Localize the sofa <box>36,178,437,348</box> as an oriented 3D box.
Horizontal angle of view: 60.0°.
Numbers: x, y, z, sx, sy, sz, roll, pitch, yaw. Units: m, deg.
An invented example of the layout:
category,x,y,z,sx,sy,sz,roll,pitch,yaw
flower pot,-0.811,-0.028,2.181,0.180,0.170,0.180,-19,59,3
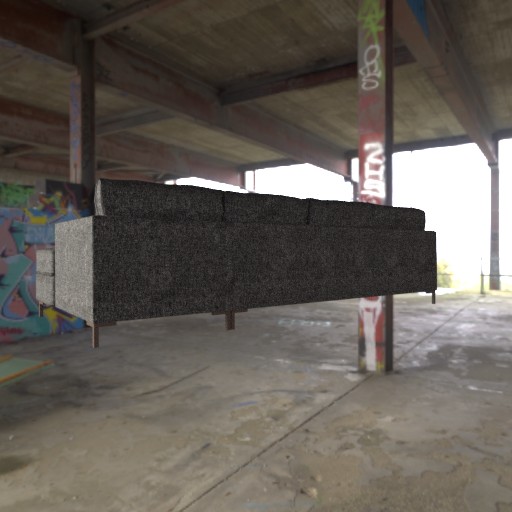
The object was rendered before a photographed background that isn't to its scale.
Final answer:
category,x,y,z,sx,sy,sz,roll,pitch,yaw
sofa,0.000,0.000,3.994,3.384,0.970,1.488,-1,1,-36
